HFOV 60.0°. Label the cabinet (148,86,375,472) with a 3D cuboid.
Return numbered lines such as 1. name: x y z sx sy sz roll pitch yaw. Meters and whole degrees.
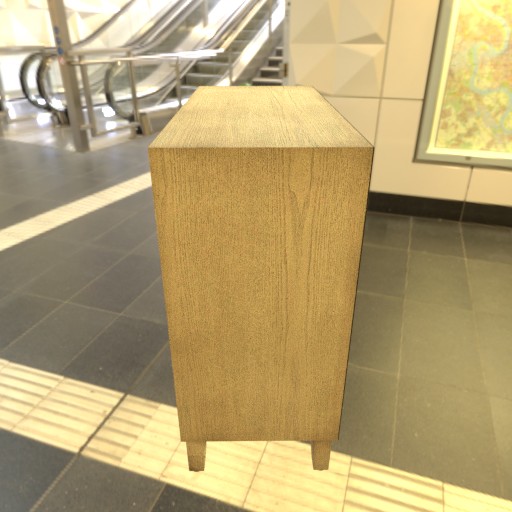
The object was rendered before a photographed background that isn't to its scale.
1. cabinet: 0.000 0.000 1.216 0.370 0.787 0.781 0 28 -1
